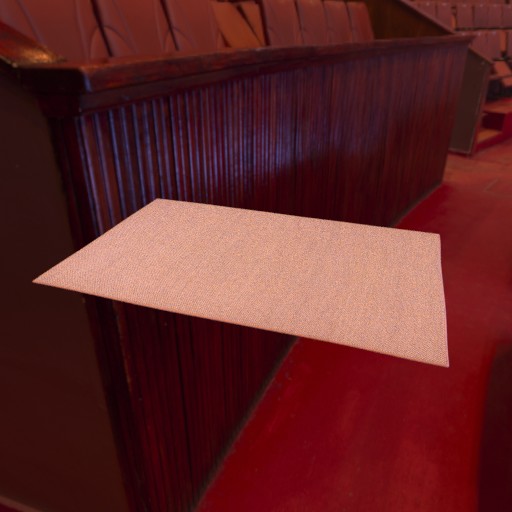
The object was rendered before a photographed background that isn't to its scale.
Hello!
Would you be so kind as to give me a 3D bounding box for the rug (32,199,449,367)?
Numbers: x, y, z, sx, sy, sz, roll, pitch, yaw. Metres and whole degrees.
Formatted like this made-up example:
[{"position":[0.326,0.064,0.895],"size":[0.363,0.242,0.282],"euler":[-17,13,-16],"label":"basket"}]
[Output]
[{"position":[0.000,0.000,2.115],"size":[1.678,0.013,1.078],"euler":[9,29,16],"label":"rug"}]
